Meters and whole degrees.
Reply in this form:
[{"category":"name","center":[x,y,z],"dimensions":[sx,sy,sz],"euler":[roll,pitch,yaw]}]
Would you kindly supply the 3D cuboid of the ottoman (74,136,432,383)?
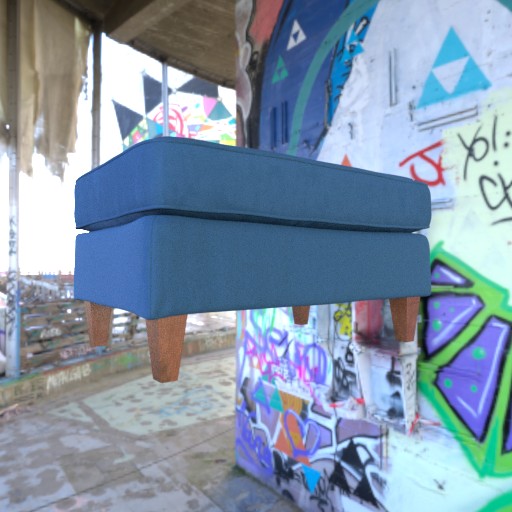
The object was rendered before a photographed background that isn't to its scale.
[{"category":"ottoman","center":[0.000,0.000,1.238],"dimensions":[0.862,0.484,0.583],"euler":[1,-1,-36]}]
